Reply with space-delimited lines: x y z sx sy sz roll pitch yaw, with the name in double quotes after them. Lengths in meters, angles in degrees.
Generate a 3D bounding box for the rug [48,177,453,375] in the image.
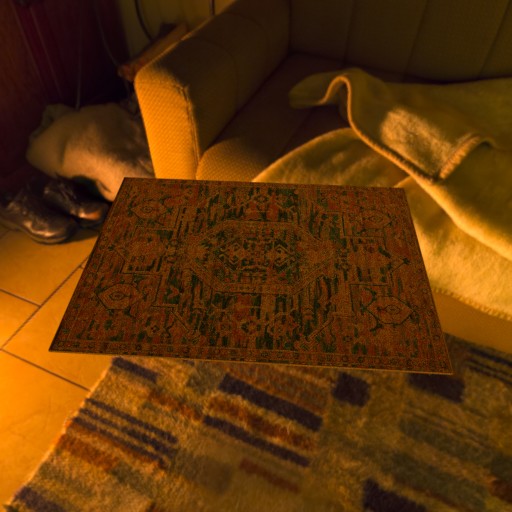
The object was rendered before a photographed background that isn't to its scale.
0.000 0.000 2.942 2.204 0.024 1.588 3 47 2 "rug"
